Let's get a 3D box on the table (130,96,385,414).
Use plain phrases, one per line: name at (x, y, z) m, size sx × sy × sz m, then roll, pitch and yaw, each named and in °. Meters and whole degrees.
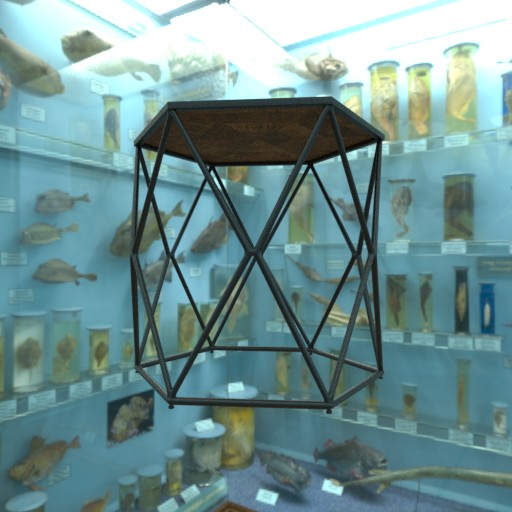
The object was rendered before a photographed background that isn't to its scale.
table at (0.000, 0.000, 1.048) m, size 0.579 × 0.564 × 0.578 m, roll 0°, pitch -1°, yaw 34°
